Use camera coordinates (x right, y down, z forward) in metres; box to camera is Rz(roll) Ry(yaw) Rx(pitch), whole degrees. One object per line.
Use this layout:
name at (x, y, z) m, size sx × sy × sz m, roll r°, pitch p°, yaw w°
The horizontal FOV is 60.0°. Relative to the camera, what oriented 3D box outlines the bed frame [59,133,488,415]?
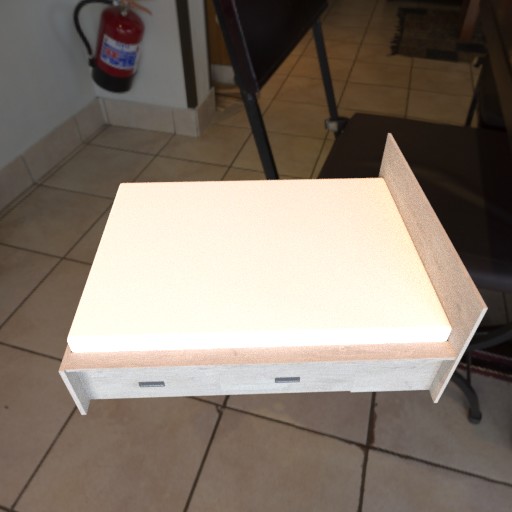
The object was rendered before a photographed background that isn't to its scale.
bed frame at (0.000, 0.000, 2.770) m, size 1.960 × 0.800 × 1.622 m, roll -1°, pitch 42°, yaw -2°
